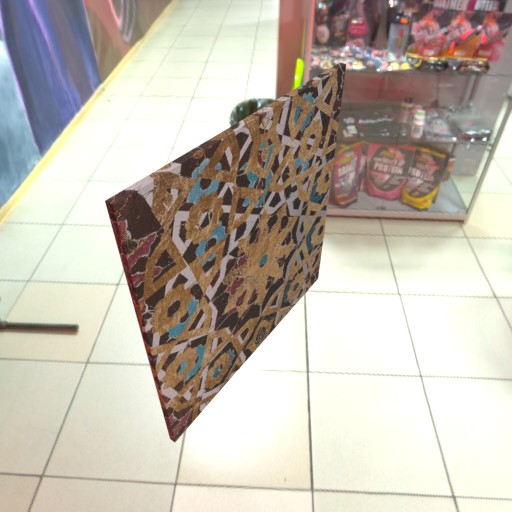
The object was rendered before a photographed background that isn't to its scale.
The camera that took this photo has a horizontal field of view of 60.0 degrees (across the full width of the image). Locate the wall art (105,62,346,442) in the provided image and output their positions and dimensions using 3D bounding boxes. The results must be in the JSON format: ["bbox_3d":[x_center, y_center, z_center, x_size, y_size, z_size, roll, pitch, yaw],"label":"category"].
[{"bbox_3d":[0.000,0.000,0.612,0.010,0.406,0.404,26,48,26],"label":"wall art"}]
